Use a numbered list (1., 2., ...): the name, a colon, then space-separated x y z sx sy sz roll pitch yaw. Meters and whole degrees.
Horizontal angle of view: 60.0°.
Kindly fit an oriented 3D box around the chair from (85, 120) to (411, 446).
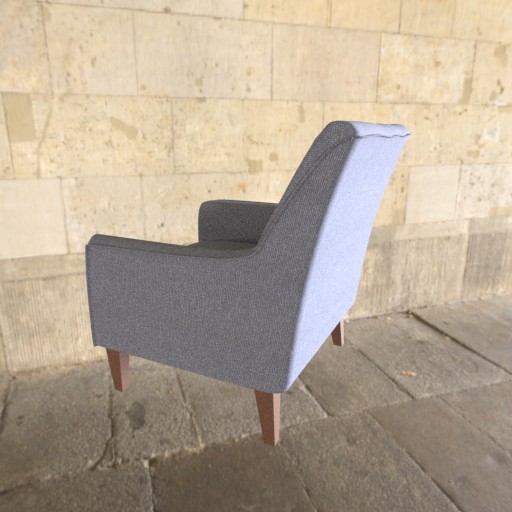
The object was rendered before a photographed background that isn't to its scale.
1. chair: 0.000 0.000 1.601 0.899 0.919 0.780 8 18 26
